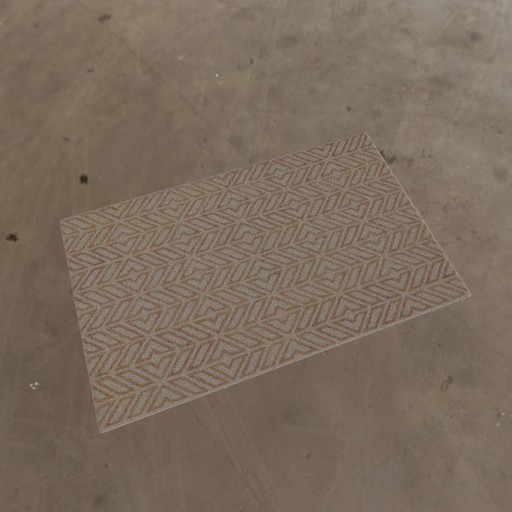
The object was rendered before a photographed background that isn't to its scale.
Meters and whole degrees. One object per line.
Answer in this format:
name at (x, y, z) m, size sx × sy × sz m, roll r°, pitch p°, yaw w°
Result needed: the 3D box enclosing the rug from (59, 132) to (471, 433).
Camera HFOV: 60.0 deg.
rug at (0.000, 0.000, 3.025) m, size 2.438 × 0.008 × 1.523 m, roll -18°, pitch 63°, yaw -9°
